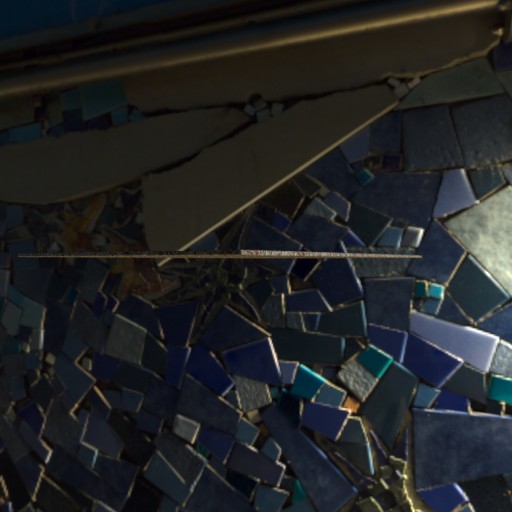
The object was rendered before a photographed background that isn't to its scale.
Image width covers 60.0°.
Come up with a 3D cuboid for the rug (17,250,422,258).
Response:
[{"bbox_3d":[0.000,0.000,2.185,1.143,0.014,1.761,0,-1,35],"label":"rug"}]
